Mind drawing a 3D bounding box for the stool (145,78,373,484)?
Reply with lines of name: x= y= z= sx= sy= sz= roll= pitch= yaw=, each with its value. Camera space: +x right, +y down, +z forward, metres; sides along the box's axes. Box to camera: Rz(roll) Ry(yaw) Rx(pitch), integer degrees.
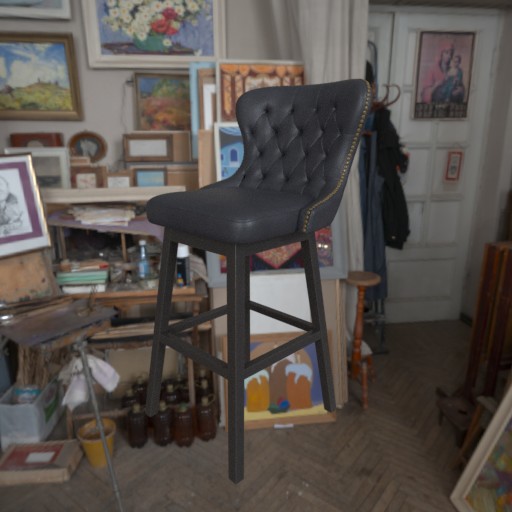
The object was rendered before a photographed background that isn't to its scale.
stool: x=0.000 y=0.000 z=1.385 sx=0.528 sy=1.050 sz=0.601 roll=15 pitch=22 yaw=42
